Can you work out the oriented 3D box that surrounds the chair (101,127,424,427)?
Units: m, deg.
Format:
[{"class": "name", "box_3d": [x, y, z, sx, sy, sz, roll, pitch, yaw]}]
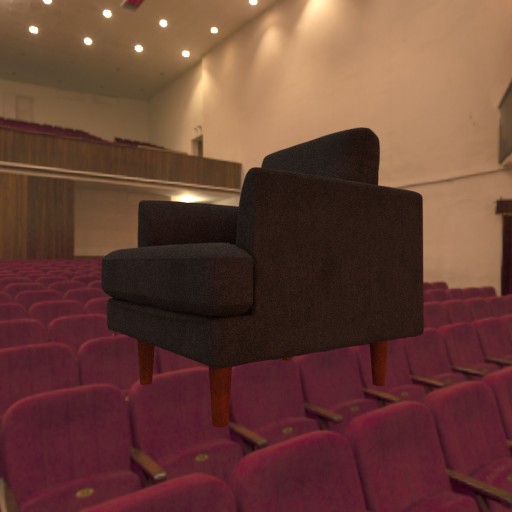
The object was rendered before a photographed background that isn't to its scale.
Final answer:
[{"class": "chair", "box_3d": [0.000, 0.000, 1.640, 0.899, 0.957, 0.858, 1, -1, -36]}]
